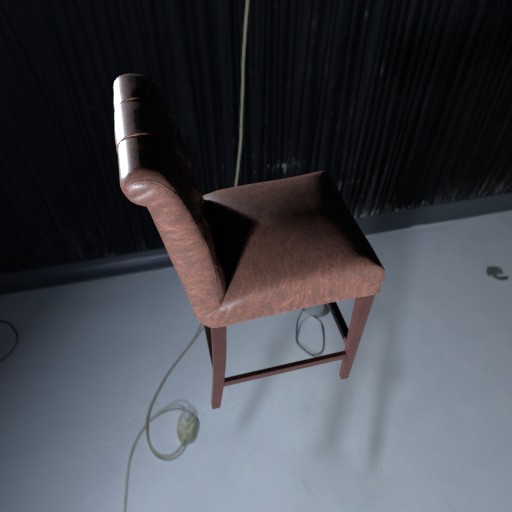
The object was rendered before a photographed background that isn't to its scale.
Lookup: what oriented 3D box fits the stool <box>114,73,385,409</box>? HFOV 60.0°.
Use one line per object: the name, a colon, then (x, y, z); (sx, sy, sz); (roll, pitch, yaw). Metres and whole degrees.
stool: (0.000, 0.000, 1.431); (0.660, 1.084, 0.486); (-10, 48, -9)
